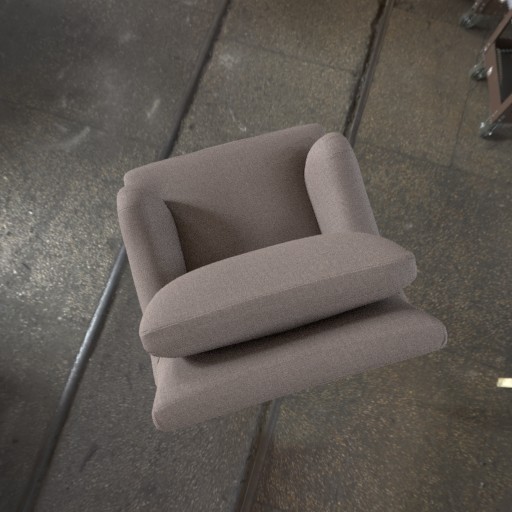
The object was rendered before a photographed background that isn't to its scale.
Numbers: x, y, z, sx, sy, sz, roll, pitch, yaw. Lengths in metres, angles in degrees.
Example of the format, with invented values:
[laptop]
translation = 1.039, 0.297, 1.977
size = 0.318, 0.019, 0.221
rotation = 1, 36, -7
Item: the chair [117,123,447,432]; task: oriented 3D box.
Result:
[chair]
translation = 0.000, 0.000, 1.822
size = 0.955, 1.038, 1.070
rotation = -15, 75, -4
